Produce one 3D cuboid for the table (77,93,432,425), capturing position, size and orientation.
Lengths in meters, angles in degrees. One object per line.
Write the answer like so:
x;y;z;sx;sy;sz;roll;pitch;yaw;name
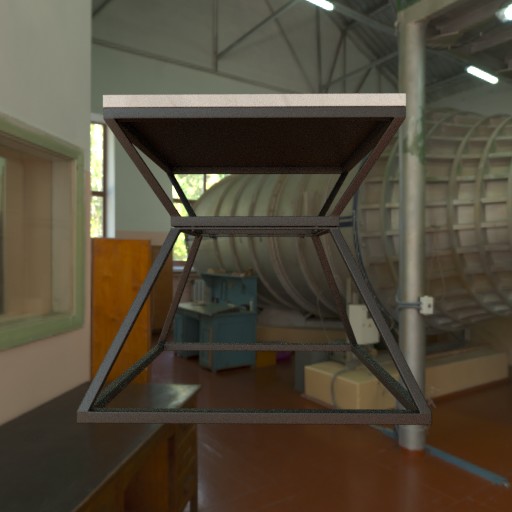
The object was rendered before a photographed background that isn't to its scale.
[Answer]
0.000;0.000;0.793;0.455;0.431;0.455;0;0;1;table
